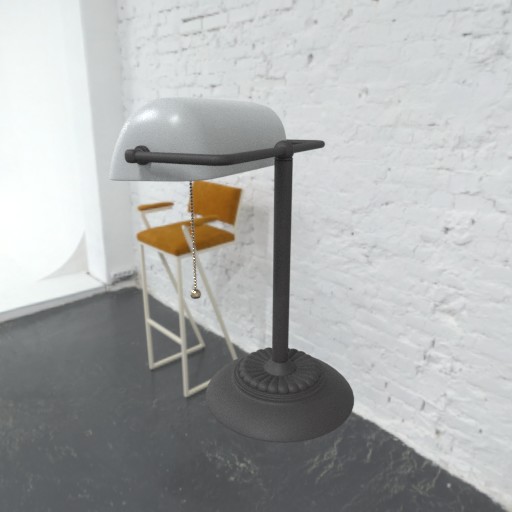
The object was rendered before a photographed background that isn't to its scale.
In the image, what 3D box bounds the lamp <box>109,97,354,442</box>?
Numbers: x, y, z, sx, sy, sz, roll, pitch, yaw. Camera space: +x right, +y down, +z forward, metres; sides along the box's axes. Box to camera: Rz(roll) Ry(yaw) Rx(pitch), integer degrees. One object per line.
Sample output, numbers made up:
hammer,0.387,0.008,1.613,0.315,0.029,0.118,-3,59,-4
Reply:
lamp,0.000,0.000,0.505,0.243,0.339,0.264,9,19,25
